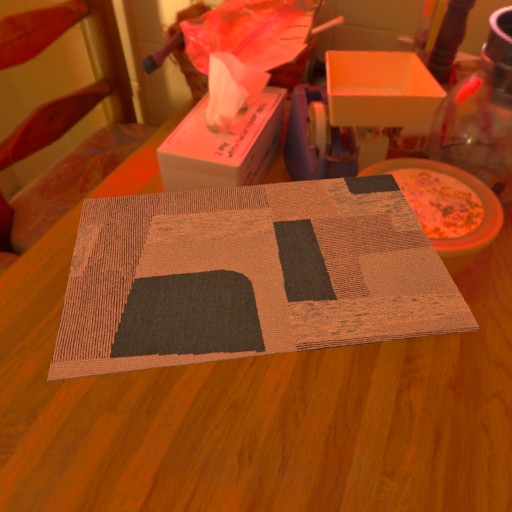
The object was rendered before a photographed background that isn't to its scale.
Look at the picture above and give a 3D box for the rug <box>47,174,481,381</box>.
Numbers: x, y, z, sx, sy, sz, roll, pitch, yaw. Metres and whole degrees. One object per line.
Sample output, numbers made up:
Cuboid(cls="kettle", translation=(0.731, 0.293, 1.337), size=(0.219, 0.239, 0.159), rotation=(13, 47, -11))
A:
Cuboid(cls="rug", translation=(0.000, 0.000, 2.973), size=(2.436, 0.015, 1.521), rotation=(-6, 47, -5))
